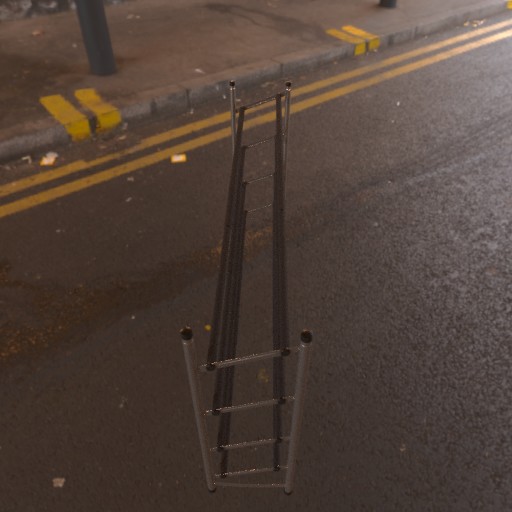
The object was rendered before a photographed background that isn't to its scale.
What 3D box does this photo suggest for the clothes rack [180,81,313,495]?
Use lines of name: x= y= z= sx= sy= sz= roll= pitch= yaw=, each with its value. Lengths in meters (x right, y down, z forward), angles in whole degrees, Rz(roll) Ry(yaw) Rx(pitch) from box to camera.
clothes rack: x=0.000 y=0.000 z=1.401 sx=0.229 sy=0.672 sz=1.168 roll=1 pitch=42 yaw=1
